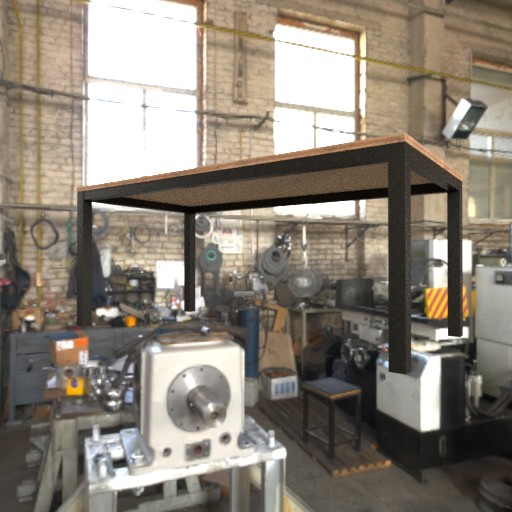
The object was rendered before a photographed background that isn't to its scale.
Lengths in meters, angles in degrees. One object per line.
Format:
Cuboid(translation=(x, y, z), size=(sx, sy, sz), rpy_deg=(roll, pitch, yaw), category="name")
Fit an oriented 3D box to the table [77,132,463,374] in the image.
Cuboid(translation=(0.000, 0.000, 2.291), size=(1.805, 0.767, 0.893), rpy_deg=(0, -1, 36), category="table")
